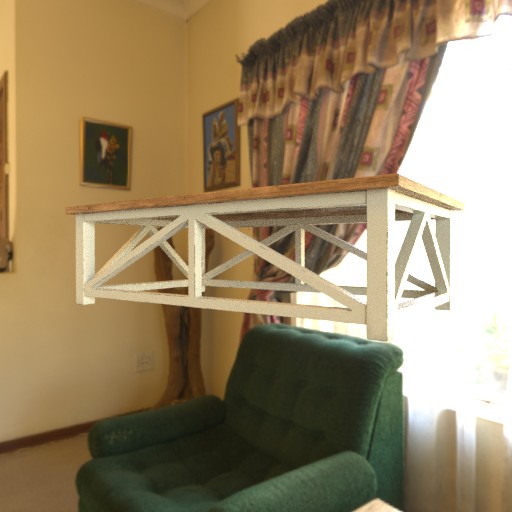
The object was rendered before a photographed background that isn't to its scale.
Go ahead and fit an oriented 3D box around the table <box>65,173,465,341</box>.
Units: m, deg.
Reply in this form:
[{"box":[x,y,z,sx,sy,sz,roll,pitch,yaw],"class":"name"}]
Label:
[{"box":[0.000,0.000,1.784,1.400,0.410,0.800,0,1,35],"class":"table"}]
